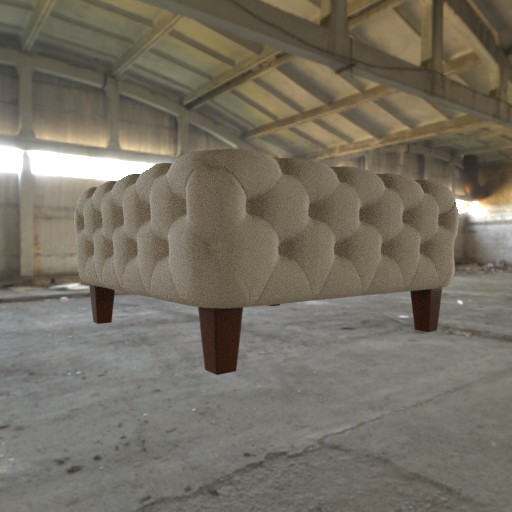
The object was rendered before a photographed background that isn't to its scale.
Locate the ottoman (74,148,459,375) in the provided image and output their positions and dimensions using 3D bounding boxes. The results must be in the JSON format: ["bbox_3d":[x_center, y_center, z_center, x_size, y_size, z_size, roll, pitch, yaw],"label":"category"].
[{"bbox_3d":[0.000,0.000,1.182,0.753,0.376,0.755,-1,1,-37],"label":"ottoman"}]
